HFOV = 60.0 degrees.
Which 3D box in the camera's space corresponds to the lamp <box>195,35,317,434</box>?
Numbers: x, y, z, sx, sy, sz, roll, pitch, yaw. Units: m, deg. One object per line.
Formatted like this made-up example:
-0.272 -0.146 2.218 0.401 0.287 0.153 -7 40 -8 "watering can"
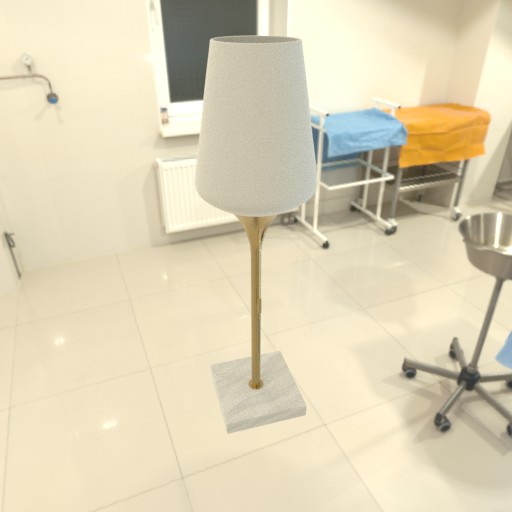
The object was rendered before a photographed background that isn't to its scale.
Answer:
0.000 0.000 0.724 0.181 0.639 0.181 -8 31 -14 "lamp"
